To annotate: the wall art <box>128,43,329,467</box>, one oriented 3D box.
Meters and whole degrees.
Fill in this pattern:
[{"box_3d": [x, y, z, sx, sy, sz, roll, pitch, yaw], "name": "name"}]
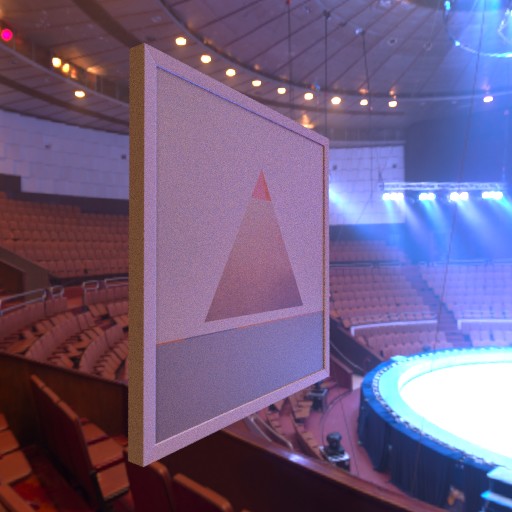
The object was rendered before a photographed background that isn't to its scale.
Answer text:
[{"box_3d": [0.000, 0.000, 1.125, 0.041, 0.765, 0.768, -1, -1, 35], "name": "wall art"}]
